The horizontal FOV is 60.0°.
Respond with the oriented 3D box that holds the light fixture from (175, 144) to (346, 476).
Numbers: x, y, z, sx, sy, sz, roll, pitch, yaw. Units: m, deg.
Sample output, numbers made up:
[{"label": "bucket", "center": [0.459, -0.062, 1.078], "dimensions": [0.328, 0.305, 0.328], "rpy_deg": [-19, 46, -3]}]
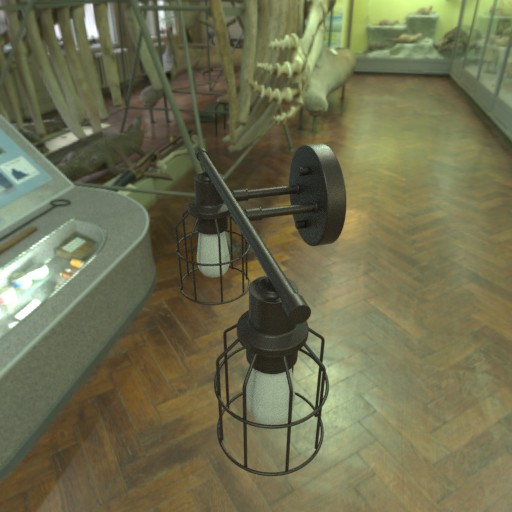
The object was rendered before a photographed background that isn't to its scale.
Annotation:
[{"label": "light fixture", "center": [0.000, 0.000, 0.531], "dimensions": [0.165, 0.254, 0.406], "rpy_deg": [-8, 31, -14]}]
